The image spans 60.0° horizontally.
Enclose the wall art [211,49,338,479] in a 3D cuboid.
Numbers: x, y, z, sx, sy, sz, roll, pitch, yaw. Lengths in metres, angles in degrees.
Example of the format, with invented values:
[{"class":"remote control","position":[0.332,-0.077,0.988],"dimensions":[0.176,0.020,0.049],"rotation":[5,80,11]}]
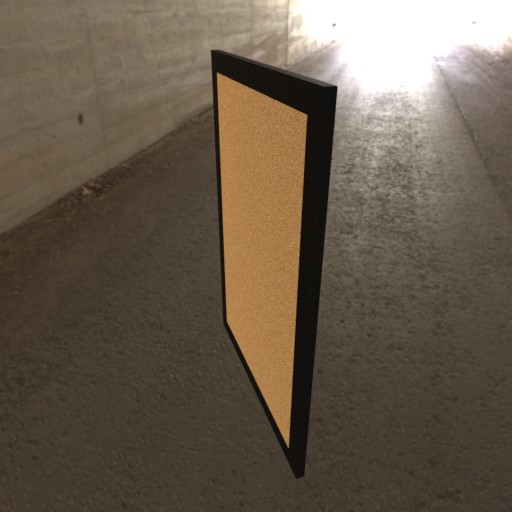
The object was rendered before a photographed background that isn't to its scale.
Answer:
[{"class":"wall art","position":[0.000,0.000,0.571],"dimensions":[0.011,0.459,0.326],"rotation":[-10,31,-17]}]
